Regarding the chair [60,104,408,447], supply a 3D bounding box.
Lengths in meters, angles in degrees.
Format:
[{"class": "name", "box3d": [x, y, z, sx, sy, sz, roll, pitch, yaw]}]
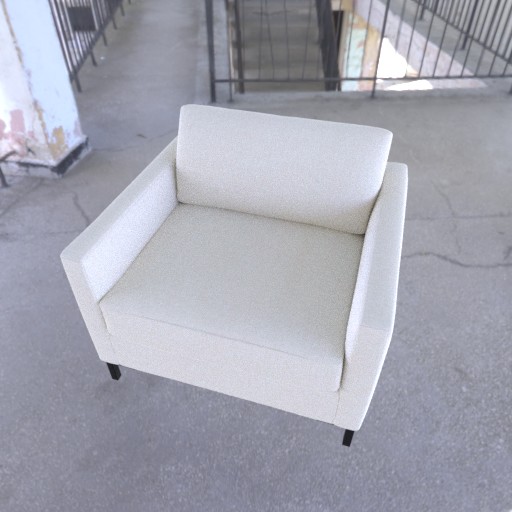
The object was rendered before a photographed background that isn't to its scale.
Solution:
[{"class": "chair", "box3d": [0.000, 0.000, 1.598, 0.964, 0.806, 0.875, 11, 42, 13]}]
